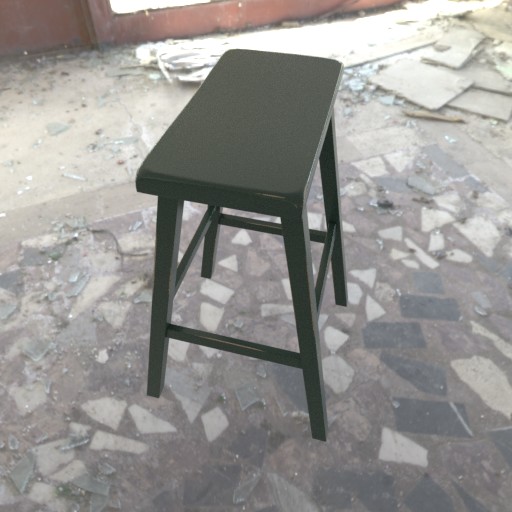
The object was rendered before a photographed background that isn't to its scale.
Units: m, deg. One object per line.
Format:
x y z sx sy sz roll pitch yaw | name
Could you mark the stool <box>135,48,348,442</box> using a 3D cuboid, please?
0.000 0.000 1.011 0.476 0.737 0.457 11 48 10 | stool
